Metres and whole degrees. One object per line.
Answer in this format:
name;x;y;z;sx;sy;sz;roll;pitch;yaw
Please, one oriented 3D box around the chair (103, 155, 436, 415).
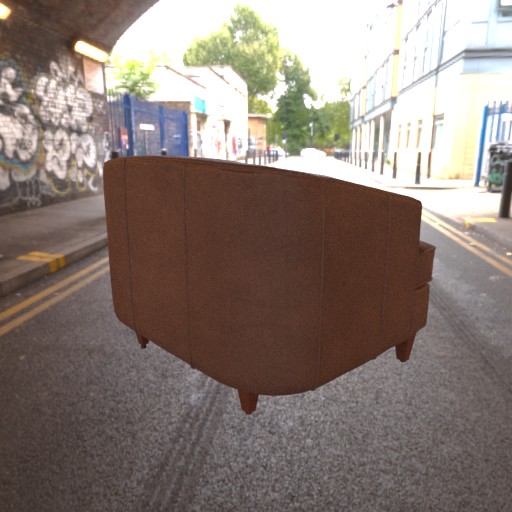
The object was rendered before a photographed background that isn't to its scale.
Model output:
chair;0.000;0.000;1.758;0.914;0.787;1.118;-13;19;-42
